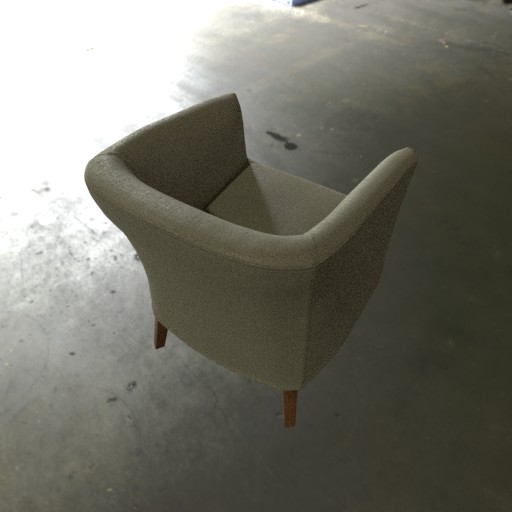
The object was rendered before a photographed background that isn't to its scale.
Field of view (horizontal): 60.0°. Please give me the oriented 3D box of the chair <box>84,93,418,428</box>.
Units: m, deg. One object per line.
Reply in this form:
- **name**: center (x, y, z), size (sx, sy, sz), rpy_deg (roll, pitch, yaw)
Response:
- **chair**: center (0.000, 0.000, 1.245), size (0.600, 0.771, 0.668), rpy_deg (25, 52, 21)
